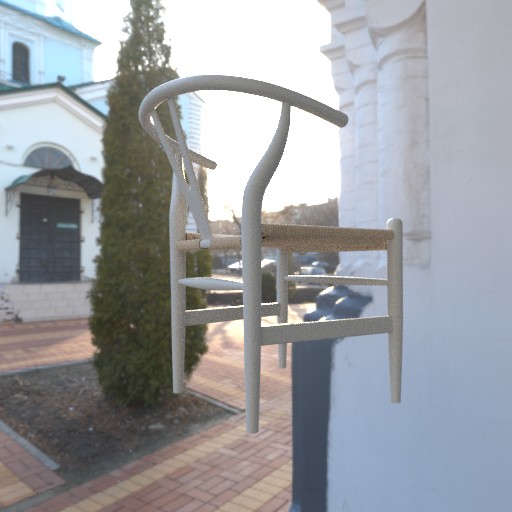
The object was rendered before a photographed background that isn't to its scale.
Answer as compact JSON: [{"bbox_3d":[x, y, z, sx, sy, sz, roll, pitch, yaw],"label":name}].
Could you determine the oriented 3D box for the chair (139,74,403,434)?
[{"bbox_3d":[0.000,0.000,1.138,0.579,0.730,0.569,1,-1,-36],"label":"chair"}]
